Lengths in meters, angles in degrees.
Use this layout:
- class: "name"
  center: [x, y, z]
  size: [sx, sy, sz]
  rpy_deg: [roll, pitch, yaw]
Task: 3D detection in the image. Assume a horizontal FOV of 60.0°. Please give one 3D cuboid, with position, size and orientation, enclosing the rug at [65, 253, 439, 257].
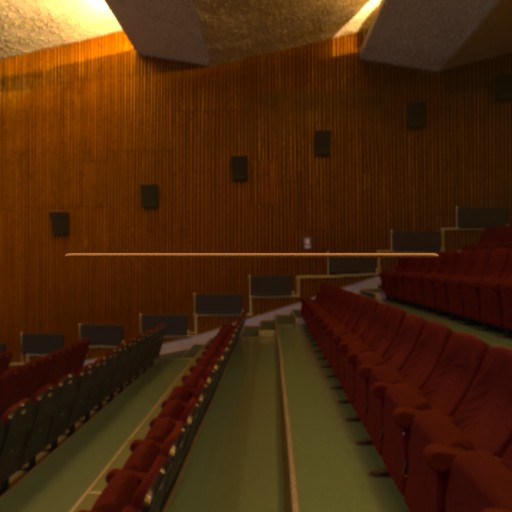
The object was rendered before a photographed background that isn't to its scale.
- class: "rug"
  center: [0.000, 0.000, 2.080]
  size: [1.061, 0.012, 1.668]
  rpy_deg: [0, 0, 1]
